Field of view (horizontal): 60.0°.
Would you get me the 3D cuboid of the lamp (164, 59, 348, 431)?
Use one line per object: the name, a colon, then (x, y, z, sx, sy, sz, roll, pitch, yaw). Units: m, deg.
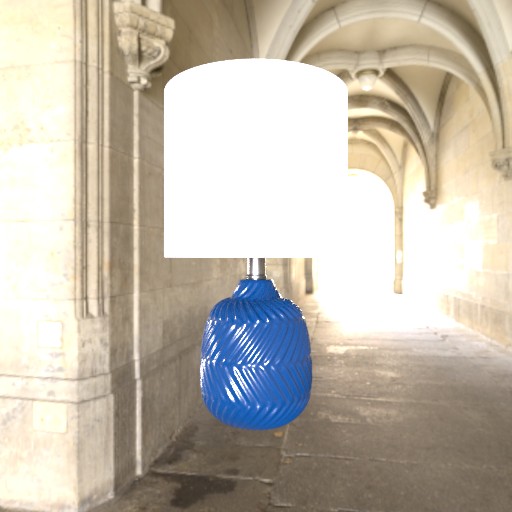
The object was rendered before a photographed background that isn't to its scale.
lamp: (0.000, 0.000, 0.502, 0.203, 0.368, 0.203, 0, 0, -35)
